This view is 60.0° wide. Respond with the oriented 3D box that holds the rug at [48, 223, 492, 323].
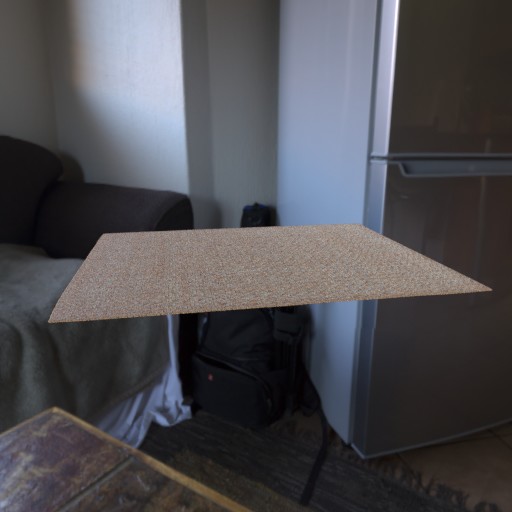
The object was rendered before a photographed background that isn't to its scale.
[{"bbox_3d":[0.000,0.000,4.075,3.048,0.013,2.439,-3,16,-10],"label":"rug"}]
